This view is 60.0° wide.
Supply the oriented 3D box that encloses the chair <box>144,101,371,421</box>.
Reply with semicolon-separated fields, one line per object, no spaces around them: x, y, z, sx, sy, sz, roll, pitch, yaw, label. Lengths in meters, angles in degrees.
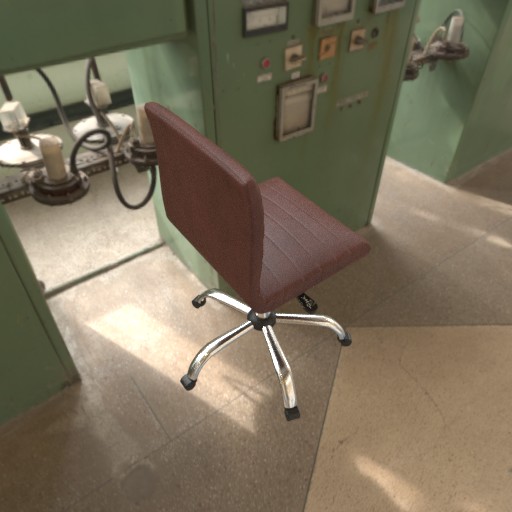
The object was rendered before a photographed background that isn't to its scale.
0.000;0.000;1.161;0.530;0.780;0.556;-26;48;-25;chair
